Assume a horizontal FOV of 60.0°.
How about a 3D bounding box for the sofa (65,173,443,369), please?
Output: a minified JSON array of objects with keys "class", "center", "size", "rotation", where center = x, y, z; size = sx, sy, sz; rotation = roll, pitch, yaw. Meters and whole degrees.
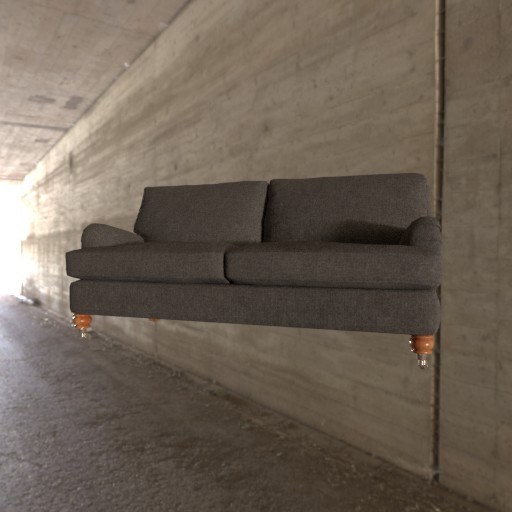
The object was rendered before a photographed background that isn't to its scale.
[{"class":"sofa","center":[0.000,0.000,2.822],"size":[2.160,1.054,1.087],"rotation":[0,1,19]}]
